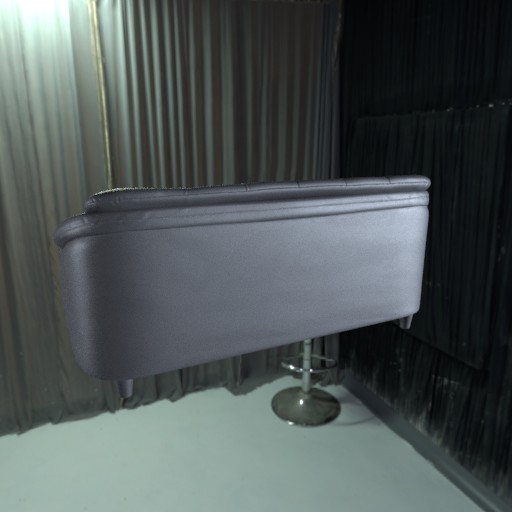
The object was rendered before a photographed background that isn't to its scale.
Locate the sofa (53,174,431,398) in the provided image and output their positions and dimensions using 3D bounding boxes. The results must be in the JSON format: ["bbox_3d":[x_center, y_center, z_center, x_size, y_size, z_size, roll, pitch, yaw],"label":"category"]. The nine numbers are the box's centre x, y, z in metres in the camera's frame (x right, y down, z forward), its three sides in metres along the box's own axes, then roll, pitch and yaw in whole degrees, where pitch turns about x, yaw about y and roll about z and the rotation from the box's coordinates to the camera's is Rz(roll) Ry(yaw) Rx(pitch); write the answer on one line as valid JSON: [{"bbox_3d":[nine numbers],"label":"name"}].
[{"bbox_3d":[0.000,0.000,2.228,1.829,0.811,0.800,-7,16,-26],"label":"sofa"}]
